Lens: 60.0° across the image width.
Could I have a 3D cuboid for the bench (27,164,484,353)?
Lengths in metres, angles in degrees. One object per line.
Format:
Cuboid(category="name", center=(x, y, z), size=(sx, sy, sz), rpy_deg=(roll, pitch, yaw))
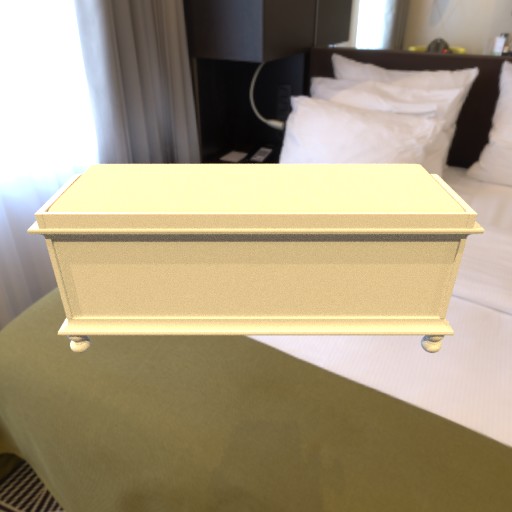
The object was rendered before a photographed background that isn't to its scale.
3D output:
Cuboid(category="bench", center=(0.000, 0.000, 1.419), size=(1.185, 0.486, 0.402), rpy_deg=(0, 31, 0))
